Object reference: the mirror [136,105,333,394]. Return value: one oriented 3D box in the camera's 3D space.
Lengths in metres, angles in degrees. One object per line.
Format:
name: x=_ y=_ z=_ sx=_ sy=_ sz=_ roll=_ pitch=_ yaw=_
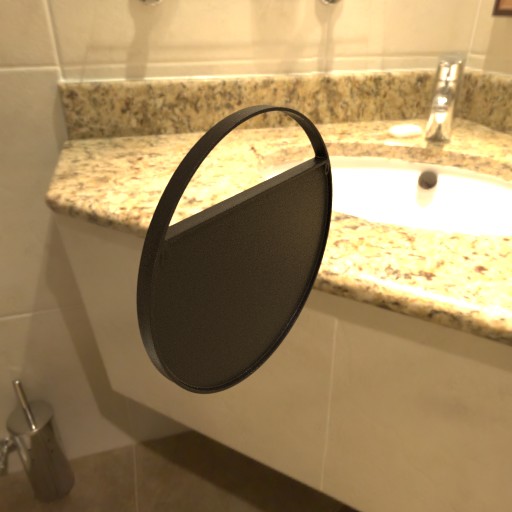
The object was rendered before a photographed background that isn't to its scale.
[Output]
mirror: x=0.000 y=0.000 z=0.875 sx=0.032 sy=0.565 sz=0.565 roll=21 pitch=36 yaw=31
